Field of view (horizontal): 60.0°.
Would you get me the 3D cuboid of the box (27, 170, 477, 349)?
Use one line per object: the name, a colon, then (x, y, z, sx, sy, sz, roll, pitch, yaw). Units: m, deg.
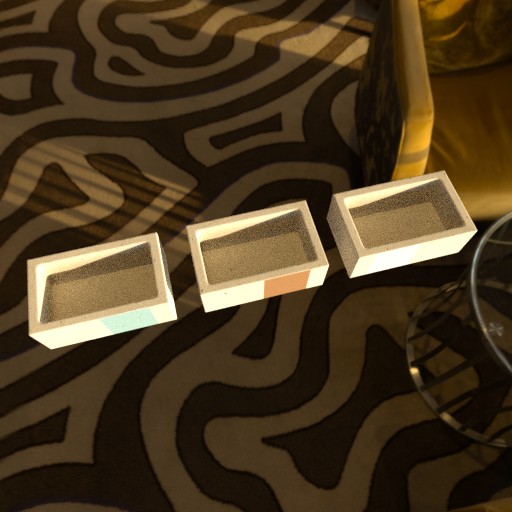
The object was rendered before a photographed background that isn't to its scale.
box: (0.000, 0.000, 0.482, 0.461, 0.051, 0.082, -13, 64, -6)
